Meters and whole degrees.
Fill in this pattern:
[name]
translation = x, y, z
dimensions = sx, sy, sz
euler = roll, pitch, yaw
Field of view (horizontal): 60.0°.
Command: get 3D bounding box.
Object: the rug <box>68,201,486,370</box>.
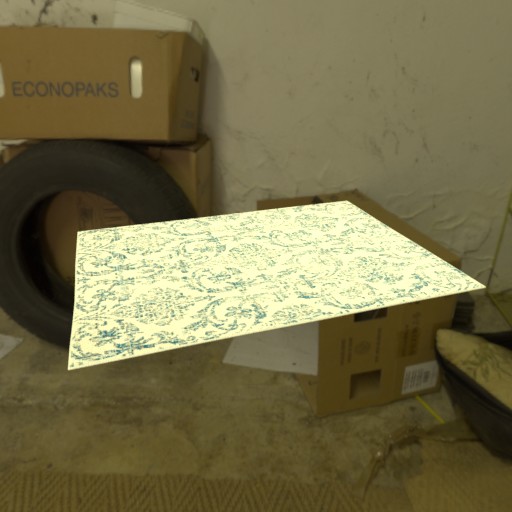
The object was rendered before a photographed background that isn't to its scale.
[rug]
translation = 0.000, 0.000, 2.852
dimensions = 2.197, 0.014, 1.586
euler = -8, 27, -17
